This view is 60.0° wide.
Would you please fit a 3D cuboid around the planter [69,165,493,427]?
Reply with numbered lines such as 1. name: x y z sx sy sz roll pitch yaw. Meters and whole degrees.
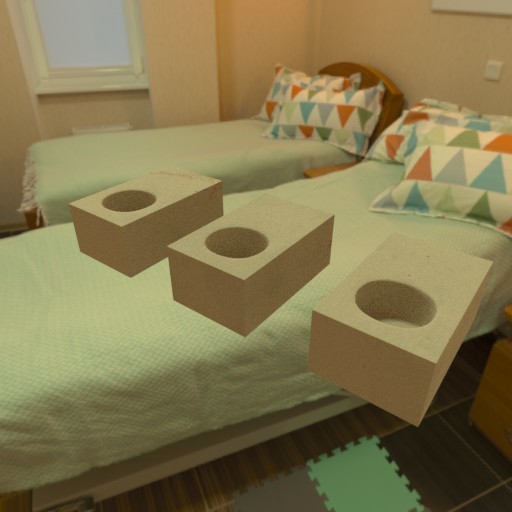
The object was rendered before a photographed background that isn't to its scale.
1. planter: 0.000 0.000 0.375 0.333 0.051 0.127 21 37 31
